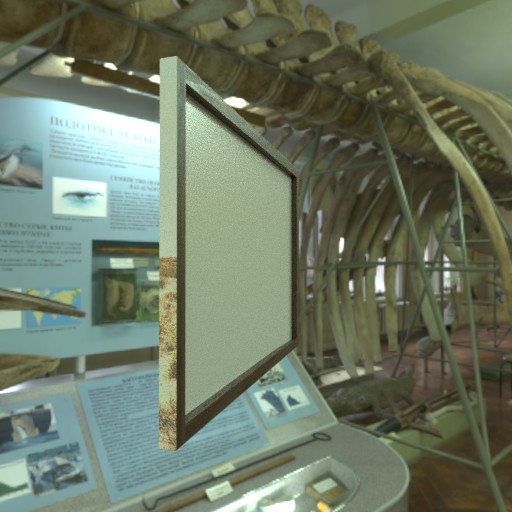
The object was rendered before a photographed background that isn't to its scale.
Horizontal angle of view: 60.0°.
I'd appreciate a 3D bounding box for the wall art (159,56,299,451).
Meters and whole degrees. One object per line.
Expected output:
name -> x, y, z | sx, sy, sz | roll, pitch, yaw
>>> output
wall art -> 0.000, 0.000, 1.871 | 0.051, 1.016, 1.520 | 0, -1, 17
